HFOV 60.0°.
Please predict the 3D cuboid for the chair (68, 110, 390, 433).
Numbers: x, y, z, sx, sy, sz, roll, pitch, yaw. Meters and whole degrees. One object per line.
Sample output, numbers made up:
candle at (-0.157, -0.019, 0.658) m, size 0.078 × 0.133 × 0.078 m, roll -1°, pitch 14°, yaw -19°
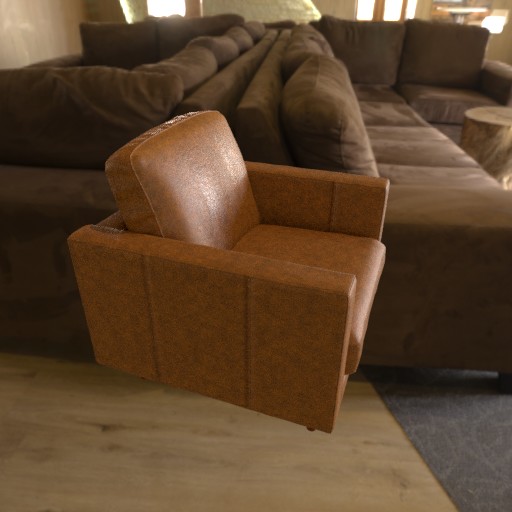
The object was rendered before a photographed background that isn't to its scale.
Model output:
chair at (0.000, 0.000, 1.679) m, size 0.909 × 0.956 × 0.890 m, roll 11°, pitch 32°, yaw 18°
